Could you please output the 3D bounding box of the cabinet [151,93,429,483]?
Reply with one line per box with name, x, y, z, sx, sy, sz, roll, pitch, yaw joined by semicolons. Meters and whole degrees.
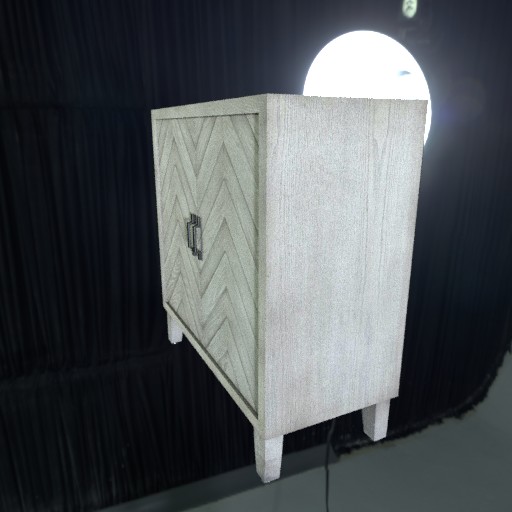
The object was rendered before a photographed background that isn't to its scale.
cabinet;0.000;0.000;1.227;0.370;0.787;0.781;-8;18;-25
